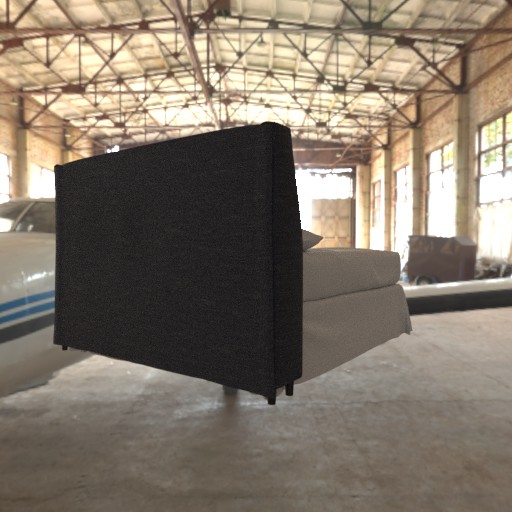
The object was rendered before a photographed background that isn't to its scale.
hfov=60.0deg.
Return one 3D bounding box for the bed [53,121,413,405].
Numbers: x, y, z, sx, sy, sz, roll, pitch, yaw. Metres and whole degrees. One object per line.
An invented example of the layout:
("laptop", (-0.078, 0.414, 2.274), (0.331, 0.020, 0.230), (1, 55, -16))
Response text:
("bed", (0.000, 0.000, 3.473), (1.925, 1.332, 2.276), (1, 2, 37))
